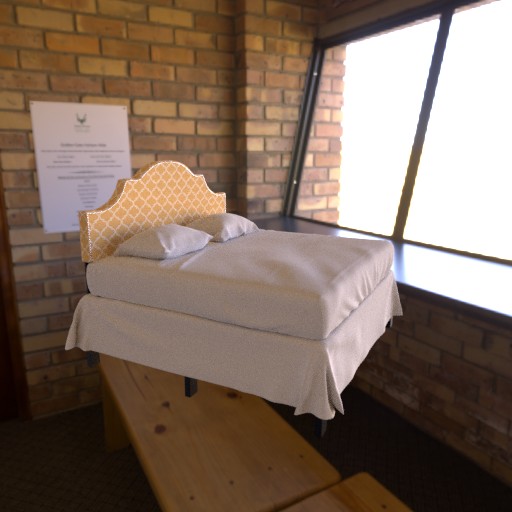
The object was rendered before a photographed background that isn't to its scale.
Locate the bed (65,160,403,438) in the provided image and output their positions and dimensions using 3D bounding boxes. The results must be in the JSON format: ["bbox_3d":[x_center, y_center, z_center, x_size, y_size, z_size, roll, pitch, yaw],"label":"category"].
[{"bbox_3d":[0.000,0.000,3.815,2.222,1.601,2.314,7,14,27],"label":"bed"}]
